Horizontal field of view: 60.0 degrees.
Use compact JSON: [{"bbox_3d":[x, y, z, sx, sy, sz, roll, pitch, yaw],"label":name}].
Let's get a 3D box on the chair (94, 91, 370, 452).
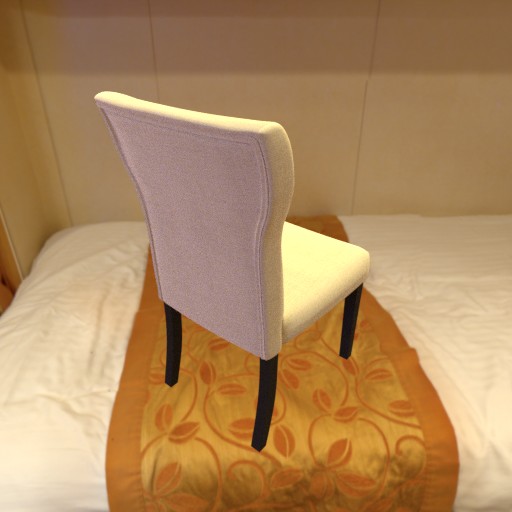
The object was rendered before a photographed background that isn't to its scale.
[{"bbox_3d":[0.000,0.000,1.271,0.509,0.921,0.597,23,37,33],"label":"chair"}]
